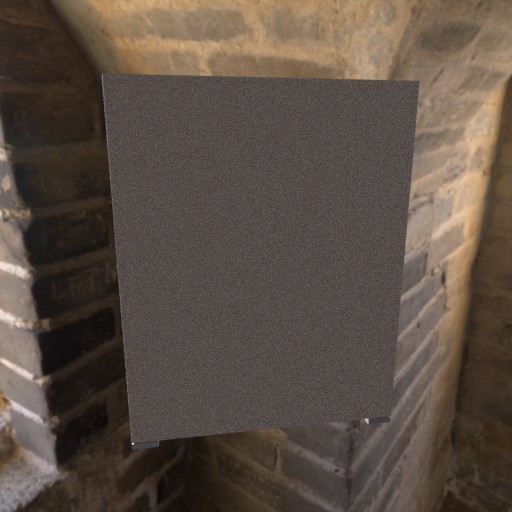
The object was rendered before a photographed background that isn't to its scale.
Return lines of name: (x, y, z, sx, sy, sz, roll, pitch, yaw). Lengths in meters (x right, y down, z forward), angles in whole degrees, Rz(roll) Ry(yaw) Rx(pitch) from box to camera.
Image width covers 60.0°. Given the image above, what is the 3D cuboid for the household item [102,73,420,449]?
household item: (0.000, 0.000, 1.411, 0.790, 1.010, 0.420, -2, 15, -9)
